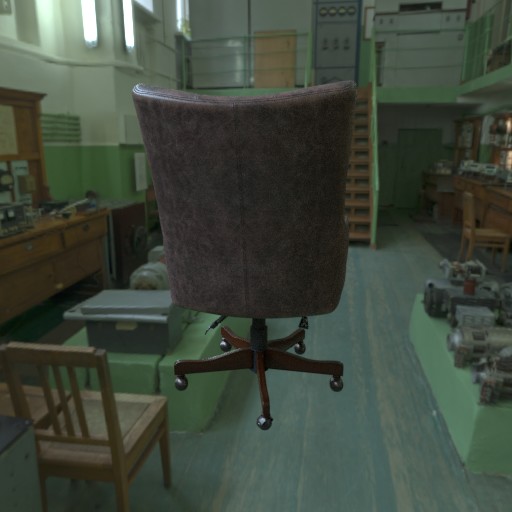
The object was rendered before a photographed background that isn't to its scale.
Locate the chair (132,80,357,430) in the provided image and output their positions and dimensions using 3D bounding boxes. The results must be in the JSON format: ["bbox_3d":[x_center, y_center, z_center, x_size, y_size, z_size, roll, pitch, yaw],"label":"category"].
[{"bbox_3d":[0.000,0.000,1.488,0.641,1.035,0.762,2,15,7],"label":"chair"}]
